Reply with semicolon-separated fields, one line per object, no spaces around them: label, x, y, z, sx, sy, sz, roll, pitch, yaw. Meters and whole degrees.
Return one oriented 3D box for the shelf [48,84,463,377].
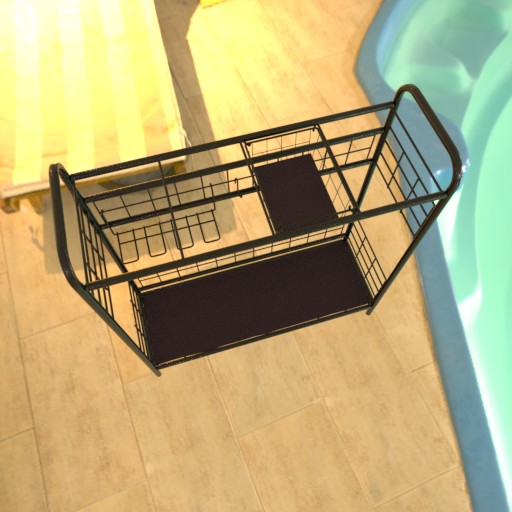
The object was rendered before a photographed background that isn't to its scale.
shelf;0.000;0.000;1.510;0.961;1.026;0.350;-15;64;-7
